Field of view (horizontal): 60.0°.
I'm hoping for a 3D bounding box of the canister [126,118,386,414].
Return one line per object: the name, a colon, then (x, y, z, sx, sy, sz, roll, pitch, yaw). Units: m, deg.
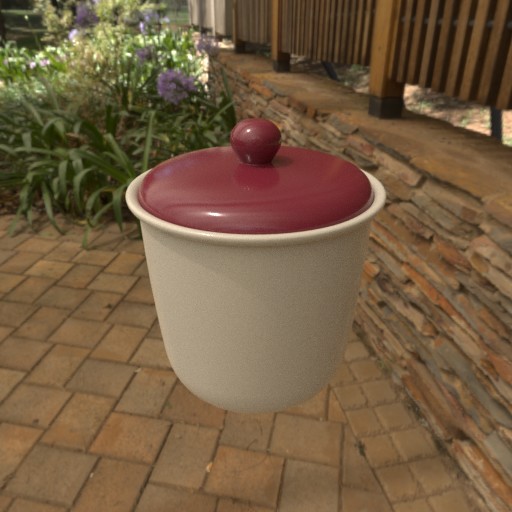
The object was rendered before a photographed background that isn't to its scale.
canister: (0.000, 0.000, 0.346, 0.182, 0.208, 0.182, 0, 28, 0)
